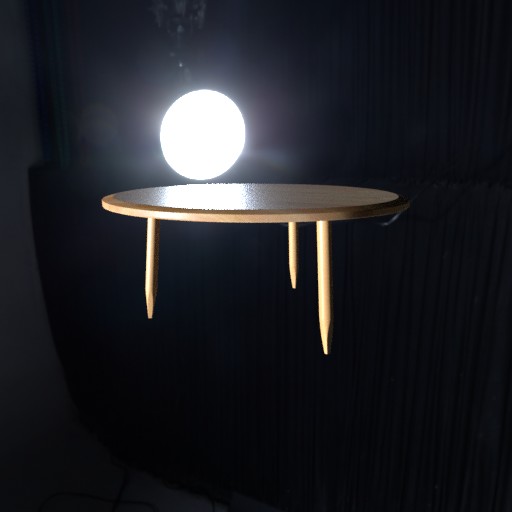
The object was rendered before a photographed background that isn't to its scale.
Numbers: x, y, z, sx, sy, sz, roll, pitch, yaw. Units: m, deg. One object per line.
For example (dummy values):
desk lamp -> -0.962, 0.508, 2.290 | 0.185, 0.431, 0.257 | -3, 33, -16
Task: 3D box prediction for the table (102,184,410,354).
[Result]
table -> 0.000, 0.000, 1.411 | 0.900, 0.400, 0.900 | 0, 13, 0
